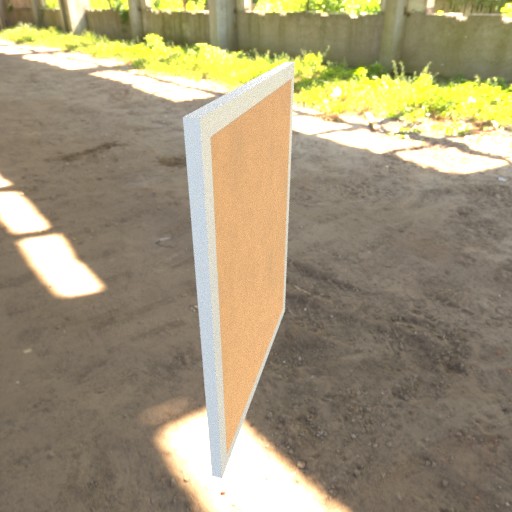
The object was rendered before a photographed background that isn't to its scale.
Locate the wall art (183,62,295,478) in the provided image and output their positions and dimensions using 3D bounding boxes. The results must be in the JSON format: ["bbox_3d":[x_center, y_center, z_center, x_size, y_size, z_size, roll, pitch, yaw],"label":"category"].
[{"bbox_3d":[0.000,0.000,1.094,0.026,0.811,0.661,8,31,14],"label":"wall art"}]
